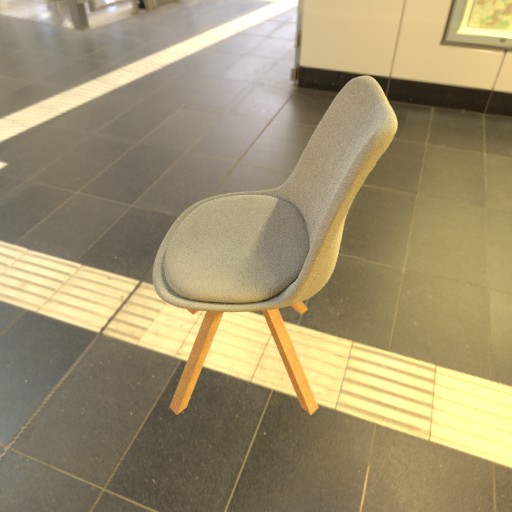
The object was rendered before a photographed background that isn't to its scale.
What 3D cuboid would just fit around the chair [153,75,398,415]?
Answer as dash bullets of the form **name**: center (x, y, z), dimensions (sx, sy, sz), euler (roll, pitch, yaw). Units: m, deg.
- **chair**: center (0.000, 0.000, 1.185), dimensions (0.549, 0.863, 0.474), euler (1, 41, 1)
